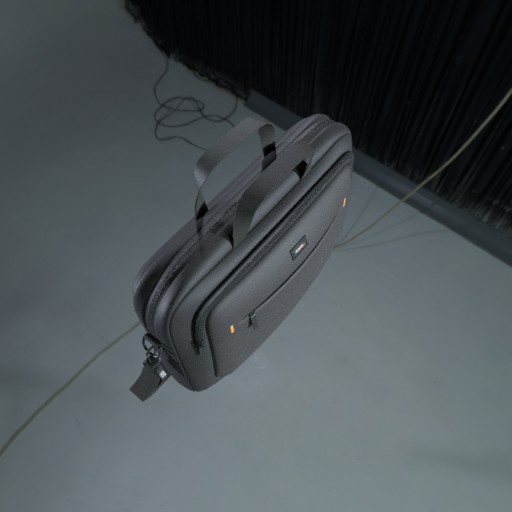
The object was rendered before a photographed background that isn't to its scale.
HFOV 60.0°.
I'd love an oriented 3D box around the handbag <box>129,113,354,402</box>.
[{"bbox_3d":[0.000,0.000,0.572,0.126,0.330,0.429,34,64,19],"label":"handbag"}]
